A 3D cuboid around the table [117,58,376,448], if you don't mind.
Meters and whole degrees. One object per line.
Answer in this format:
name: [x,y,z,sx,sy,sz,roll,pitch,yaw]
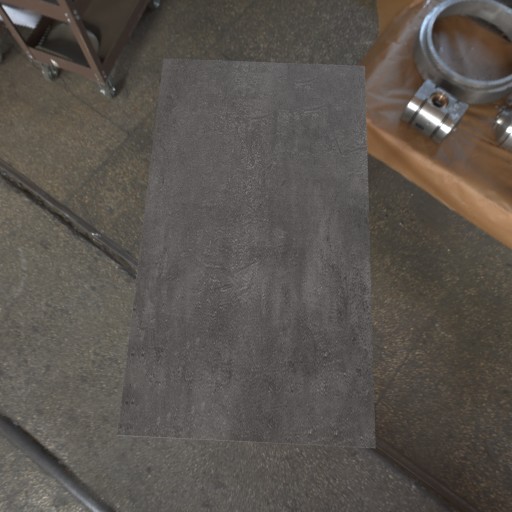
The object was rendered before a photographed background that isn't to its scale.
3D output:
table: [0.000,0.000,0.949,0.400,0.350,0.700,2,74,1]
